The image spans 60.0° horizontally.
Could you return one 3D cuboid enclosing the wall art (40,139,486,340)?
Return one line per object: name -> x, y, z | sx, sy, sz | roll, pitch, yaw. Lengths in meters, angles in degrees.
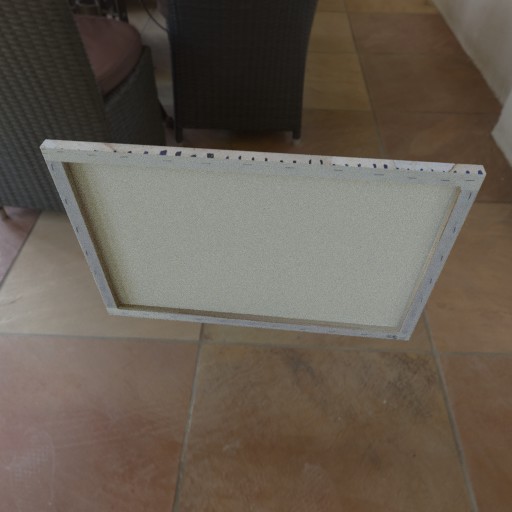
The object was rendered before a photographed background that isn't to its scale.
wall art -> 0.000, 0.000, 1.418 | 1.143, 0.757, 0.038 | 4, 47, 4
